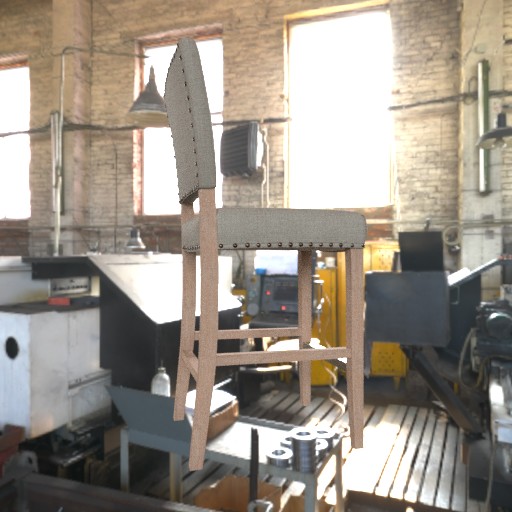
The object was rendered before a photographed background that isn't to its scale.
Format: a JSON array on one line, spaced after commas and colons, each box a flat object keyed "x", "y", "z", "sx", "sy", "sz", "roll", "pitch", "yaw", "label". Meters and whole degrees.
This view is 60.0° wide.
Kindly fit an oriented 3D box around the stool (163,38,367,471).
[{"x": 0.000, "y": 0.000, "z": 1.469, "sx": 0.585, "sy": 1.173, "sz": 0.445, "roll": 0, "pitch": 0, "yaw": -17, "label": "stool"}]
